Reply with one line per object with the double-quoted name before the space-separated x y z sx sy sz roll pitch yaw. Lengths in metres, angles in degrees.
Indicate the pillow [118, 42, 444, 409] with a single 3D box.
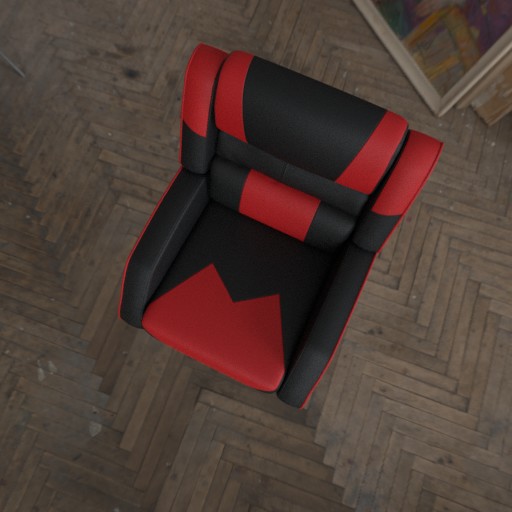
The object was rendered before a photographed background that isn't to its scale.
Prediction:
"pillow" 0.000 0.000 1.277 0.620 0.805 0.672 25 76 7
